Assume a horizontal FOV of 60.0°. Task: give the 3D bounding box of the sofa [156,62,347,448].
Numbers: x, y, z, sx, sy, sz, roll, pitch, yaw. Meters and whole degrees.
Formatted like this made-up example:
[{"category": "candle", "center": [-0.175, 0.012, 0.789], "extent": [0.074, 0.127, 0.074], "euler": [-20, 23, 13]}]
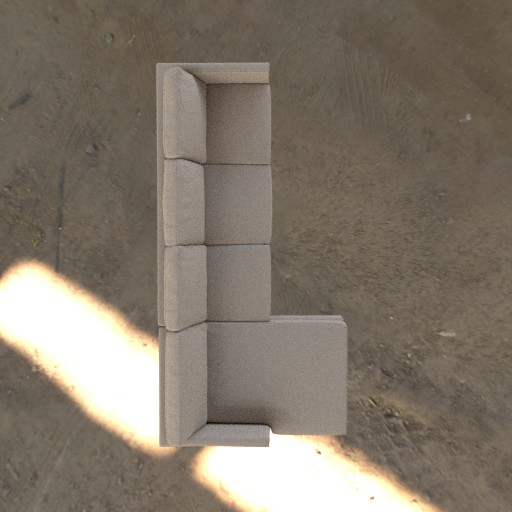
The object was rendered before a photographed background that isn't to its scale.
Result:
[{"category": "sofa", "center": [0.000, 0.000, 3.883], "extent": [1.625, 0.846, 3.186], "euler": [0, 91, 1]}]
